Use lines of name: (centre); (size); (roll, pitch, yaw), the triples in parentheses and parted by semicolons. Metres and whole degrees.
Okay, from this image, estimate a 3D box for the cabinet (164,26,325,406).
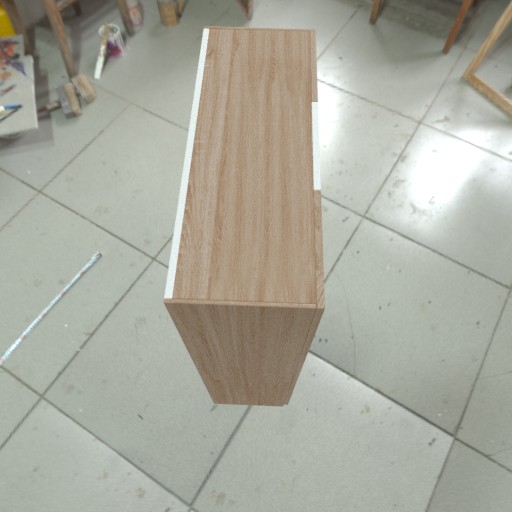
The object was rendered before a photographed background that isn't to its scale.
cabinet: (0.000, 0.000, 2.834); (0.590, 2.120, 1.500); (2, 62, 1)
